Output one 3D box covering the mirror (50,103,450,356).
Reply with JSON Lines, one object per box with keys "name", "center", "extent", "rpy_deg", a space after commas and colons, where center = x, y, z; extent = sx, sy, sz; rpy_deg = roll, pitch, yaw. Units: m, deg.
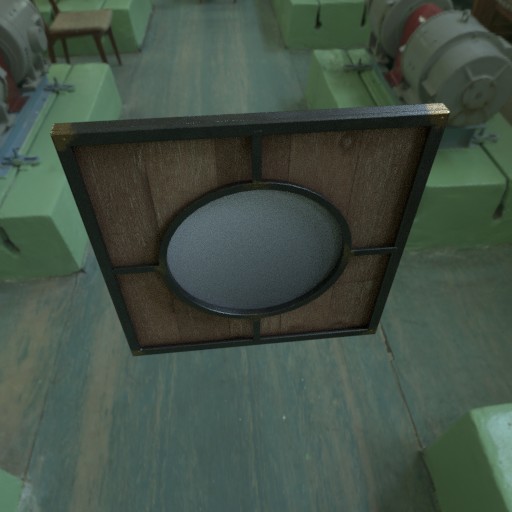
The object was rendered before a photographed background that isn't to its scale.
{"name": "mirror", "center": [0.000, 0.000, 0.562], "extent": [0.382, 0.381, 0.020], "rpy_deg": [-4, 46, -4]}
